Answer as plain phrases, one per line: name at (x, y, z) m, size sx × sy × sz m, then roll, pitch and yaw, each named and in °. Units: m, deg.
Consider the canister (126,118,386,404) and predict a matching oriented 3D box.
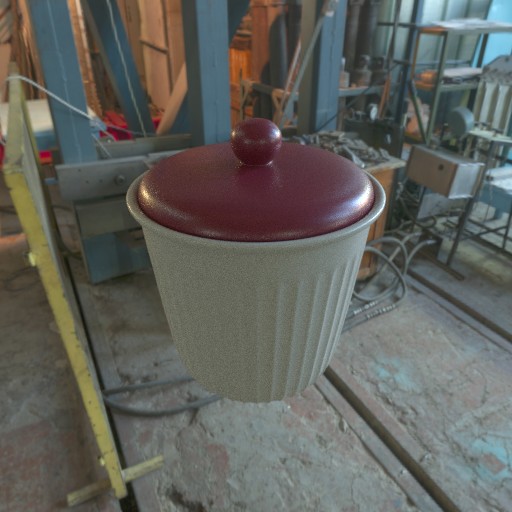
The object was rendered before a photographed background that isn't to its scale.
canister at (0.000, 0.000, 0.348) m, size 0.181 × 0.211 × 0.181 m, roll 0°, pitch 30°, yaw 0°
